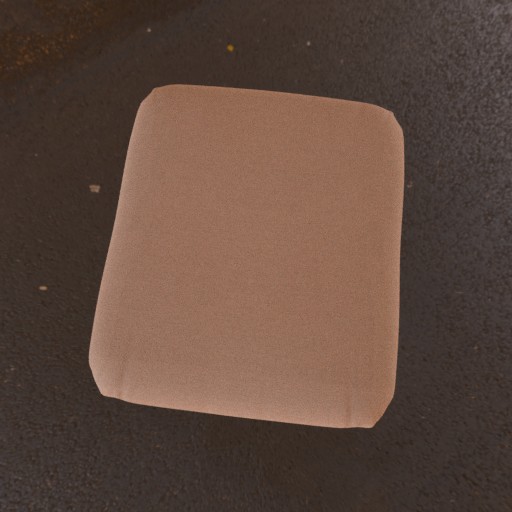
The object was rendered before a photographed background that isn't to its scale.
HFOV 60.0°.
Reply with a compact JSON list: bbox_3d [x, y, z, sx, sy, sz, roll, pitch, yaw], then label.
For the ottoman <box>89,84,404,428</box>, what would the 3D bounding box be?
[{"bbox_3d":[0.000,0.000,1.113,0.639,0.450,0.746,6,76,2],"label":"ottoman"}]
